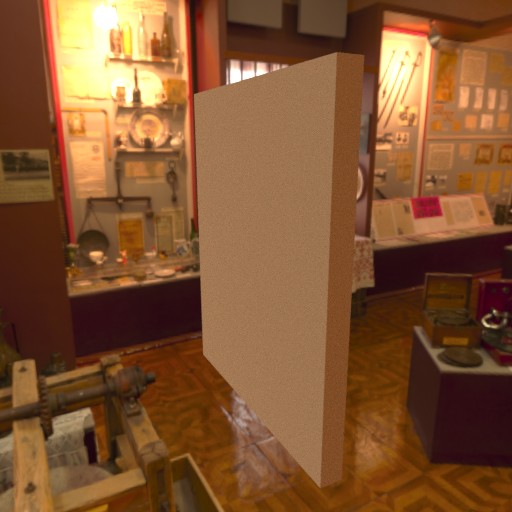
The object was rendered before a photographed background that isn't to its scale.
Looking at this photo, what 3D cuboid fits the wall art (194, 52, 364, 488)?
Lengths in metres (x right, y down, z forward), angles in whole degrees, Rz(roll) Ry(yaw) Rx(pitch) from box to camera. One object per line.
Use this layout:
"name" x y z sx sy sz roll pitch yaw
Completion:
"wall art" 0.000 0.000 0.743 0.039 0.553 0.451 -7 16 -26
